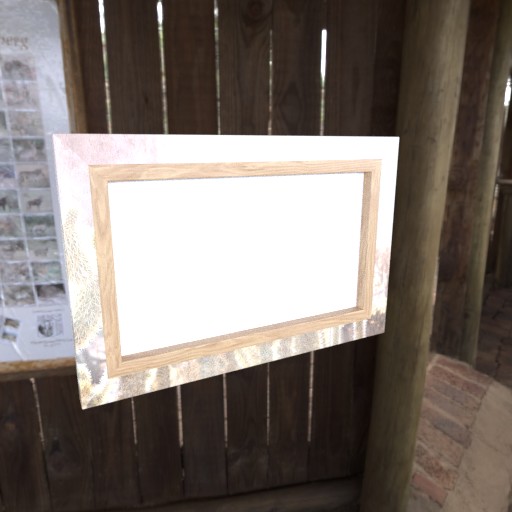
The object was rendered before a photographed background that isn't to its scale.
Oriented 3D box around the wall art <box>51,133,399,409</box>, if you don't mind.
[{"bbox_3d":[0.000,0.000,1.161,0.916,0.608,0.040,-7,16,-27],"label":"wall art"}]
